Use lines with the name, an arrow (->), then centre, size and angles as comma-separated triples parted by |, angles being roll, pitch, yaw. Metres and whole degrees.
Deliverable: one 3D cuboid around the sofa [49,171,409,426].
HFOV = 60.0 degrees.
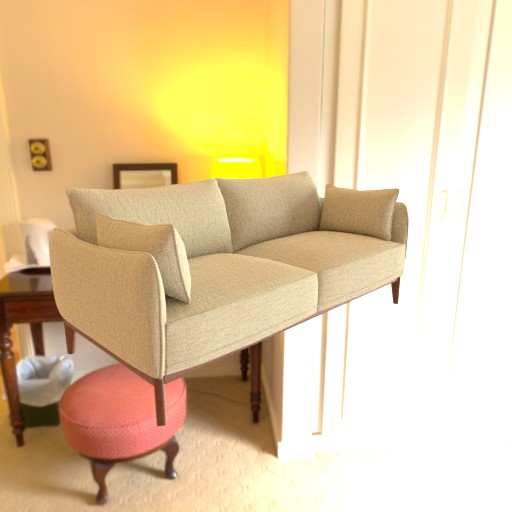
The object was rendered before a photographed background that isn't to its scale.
sofa -> 0.000, 0.000, 2.553 | 1.989, 0.860, 0.991 | -14, 21, -43
